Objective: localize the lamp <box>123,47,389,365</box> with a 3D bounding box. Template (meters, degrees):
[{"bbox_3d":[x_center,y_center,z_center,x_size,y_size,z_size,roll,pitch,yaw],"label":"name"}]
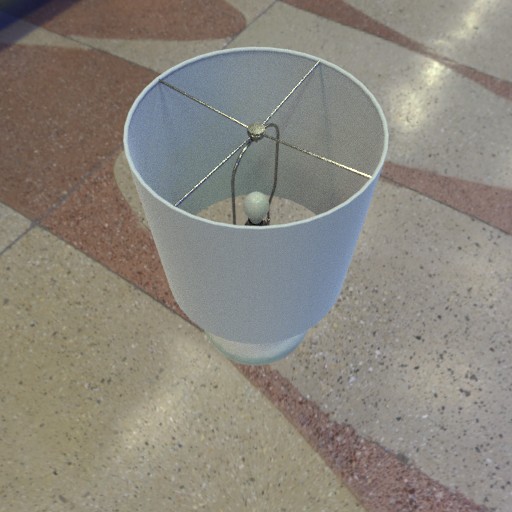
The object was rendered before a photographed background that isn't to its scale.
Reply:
[{"bbox_3d":[0.000,0.000,0.535,0.217,0.404,0.217,30,62,18],"label":"lamp"}]
